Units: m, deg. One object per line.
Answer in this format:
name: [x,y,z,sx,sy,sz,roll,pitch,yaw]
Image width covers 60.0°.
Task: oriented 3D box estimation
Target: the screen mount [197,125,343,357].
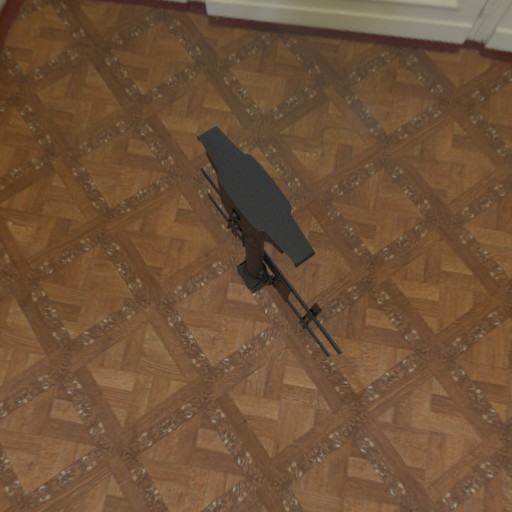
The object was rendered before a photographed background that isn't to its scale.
screen mount: [0.000,0.000,1.036,0.090,0.775,0.595,-35,78,-9]
